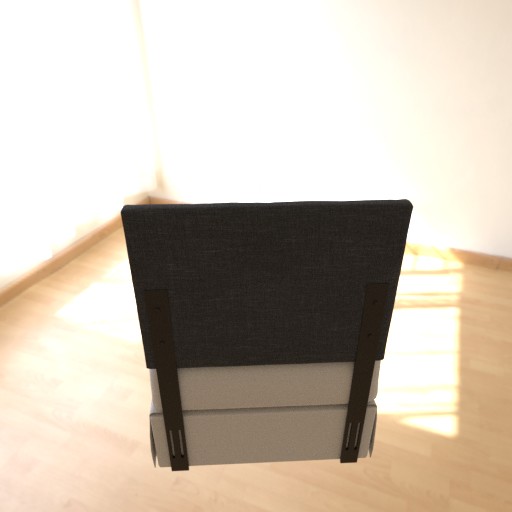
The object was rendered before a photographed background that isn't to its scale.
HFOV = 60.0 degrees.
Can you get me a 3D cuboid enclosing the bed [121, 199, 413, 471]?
[{"bbox_3d":[0.000,0.000,2.928,1.261,1.571,1.997,-1,30,-3],"label":"bed"}]
